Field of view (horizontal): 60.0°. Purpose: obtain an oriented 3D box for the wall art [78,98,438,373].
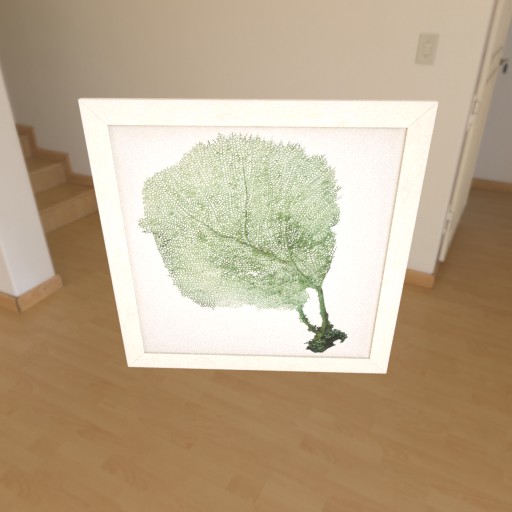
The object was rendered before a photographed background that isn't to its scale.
[{"bbox_3d":[0.000,0.000,0.869,0.584,0.584,0.013,1,29,2],"label":"wall art"}]
